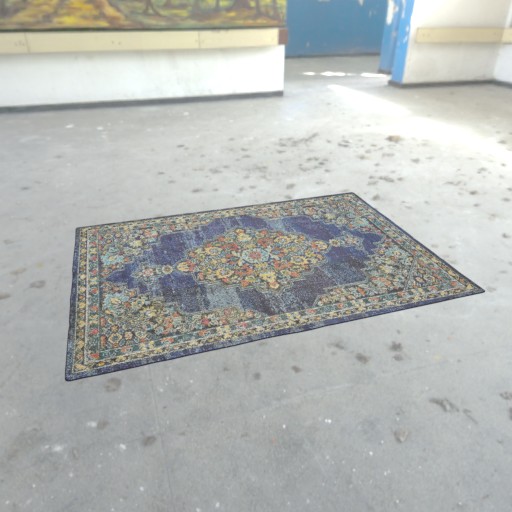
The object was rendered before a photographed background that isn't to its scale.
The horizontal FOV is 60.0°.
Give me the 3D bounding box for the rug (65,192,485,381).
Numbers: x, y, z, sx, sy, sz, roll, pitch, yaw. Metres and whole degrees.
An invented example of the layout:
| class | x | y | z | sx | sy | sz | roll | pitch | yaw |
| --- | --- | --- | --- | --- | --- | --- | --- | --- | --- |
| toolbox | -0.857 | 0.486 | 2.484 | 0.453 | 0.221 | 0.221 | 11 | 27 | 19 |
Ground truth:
| class | x | y | z | sx | sy | sz | roll | pitch | yaw |
| --- | --- | --- | --- | --- | --- | --- | --- | --- | --- |
| rug | 0.000 | 0.000 | 3.740 | 2.940 | 0.011 | 2.053 | -9 | 31 | -15 |
